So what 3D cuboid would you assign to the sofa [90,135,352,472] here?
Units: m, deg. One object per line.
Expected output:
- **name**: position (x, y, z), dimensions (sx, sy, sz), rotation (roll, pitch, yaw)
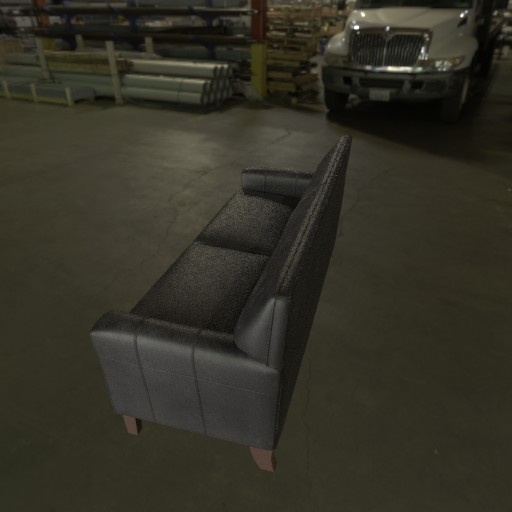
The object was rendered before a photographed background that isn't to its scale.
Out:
- **sofa**: position (0.000, 0.000, 2.523), dimensions (0.805, 0.947, 2.053), rotation (8, 30, 14)
